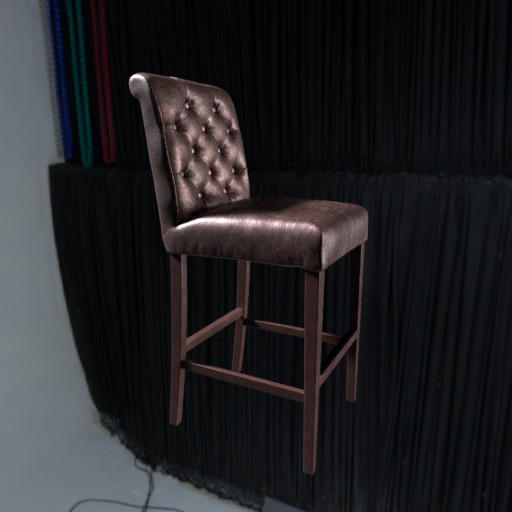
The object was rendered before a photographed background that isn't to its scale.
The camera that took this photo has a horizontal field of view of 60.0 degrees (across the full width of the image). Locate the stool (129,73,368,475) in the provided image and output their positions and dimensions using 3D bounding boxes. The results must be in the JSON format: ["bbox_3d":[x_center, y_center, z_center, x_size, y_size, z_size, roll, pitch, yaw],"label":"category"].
[{"bbox_3d":[0.000,0.000,1.519,0.659,1.168,0.483,7,15,27],"label":"stool"}]
